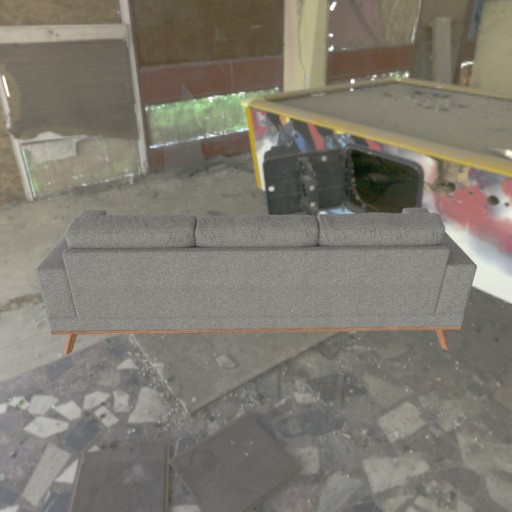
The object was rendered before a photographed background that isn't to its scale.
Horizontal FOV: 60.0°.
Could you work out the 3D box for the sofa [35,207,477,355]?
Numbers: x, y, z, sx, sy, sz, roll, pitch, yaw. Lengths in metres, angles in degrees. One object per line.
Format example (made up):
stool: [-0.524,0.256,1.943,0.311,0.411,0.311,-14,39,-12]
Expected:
sofa: [0.000,0.000,2.760,2.310,0.810,0.920,-1,30,-1]
